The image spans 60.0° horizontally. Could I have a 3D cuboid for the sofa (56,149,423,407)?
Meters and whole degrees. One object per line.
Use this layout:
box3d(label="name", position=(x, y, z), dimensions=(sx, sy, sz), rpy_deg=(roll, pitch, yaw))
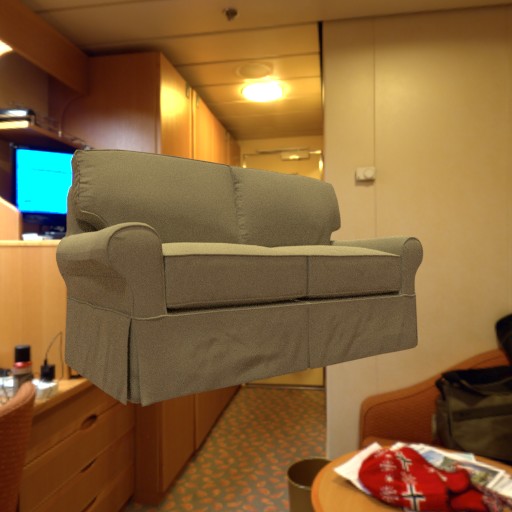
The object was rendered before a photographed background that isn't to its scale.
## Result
box3d(label="sofa", position=(0.000, 0.000, 2.288), dimensions=(1.823, 1.024, 0.841), rpy_deg=(0, 0, -37))
